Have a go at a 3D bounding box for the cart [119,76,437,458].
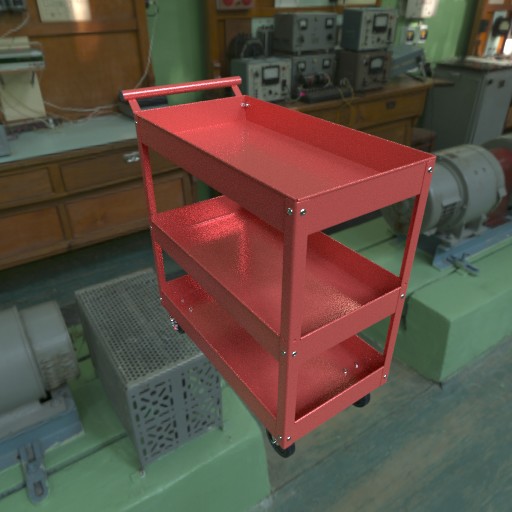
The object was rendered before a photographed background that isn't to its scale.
[{"bbox_3d":[0.000,0.000,1.195,0.366,0.780,0.719,-20,37,-29],"label":"cart"}]
